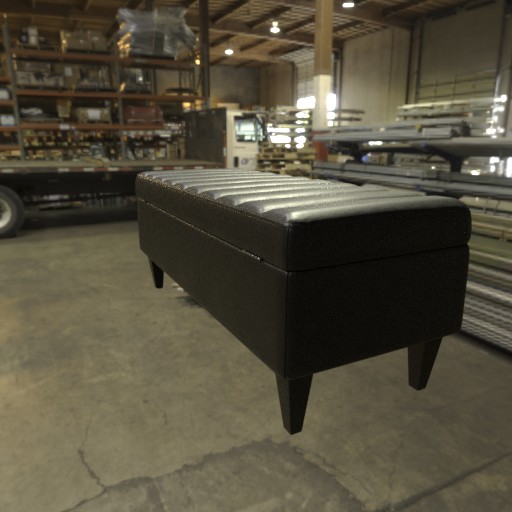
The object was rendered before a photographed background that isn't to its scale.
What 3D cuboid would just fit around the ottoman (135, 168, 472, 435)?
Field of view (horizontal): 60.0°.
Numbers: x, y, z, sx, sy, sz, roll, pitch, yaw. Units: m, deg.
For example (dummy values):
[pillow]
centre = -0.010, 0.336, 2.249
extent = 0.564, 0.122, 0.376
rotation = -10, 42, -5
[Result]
[ottoman]
centre = 0.000, 0.000, 1.381
extent = 0.482, 0.469, 1.151
rotation = -8, 17, -26
